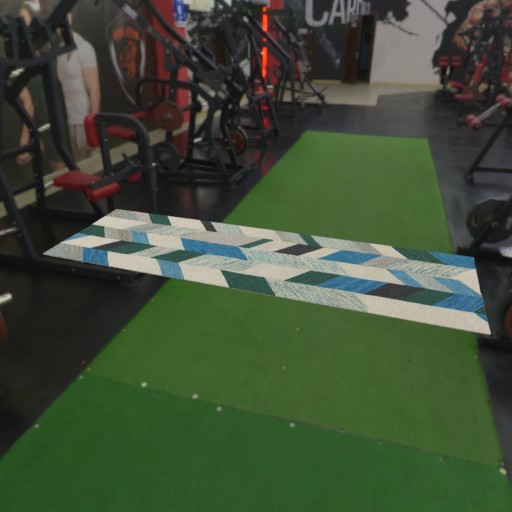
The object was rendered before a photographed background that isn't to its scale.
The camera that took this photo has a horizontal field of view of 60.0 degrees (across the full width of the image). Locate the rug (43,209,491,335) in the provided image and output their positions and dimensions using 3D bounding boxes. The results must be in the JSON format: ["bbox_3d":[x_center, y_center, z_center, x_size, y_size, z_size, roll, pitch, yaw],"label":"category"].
[{"bbox_3d":[0.000,0.000,2.616,2.437,0.008,0.774,9,29,16],"label":"rug"}]
